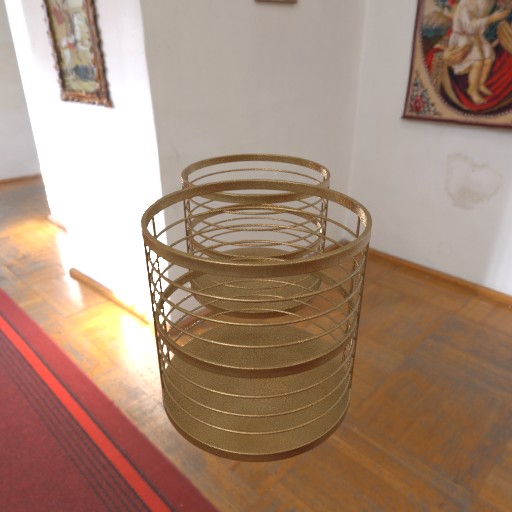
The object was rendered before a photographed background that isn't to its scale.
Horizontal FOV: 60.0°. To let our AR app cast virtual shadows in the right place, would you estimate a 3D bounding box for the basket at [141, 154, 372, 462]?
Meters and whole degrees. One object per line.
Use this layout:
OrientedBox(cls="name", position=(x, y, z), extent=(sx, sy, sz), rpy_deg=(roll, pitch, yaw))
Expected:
OrientedBox(cls="basket", position=(0.000, 0.000, 0.949), extent=(0.356, 0.351, 0.746), rpy_deg=(0, 27, 0))
